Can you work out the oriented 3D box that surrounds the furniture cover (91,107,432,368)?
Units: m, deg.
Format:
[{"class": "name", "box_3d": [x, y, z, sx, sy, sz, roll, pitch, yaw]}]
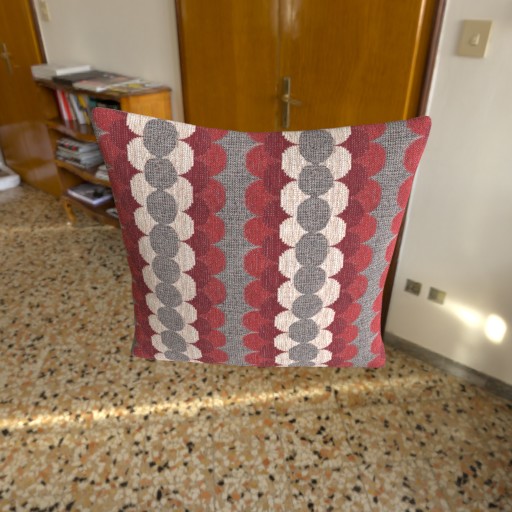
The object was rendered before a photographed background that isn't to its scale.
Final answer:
[{"class": "furniture cover", "box_3d": [0.000, 0.000, 0.654, 0.435, 0.420, 0.145, 2, 30, 3]}]
